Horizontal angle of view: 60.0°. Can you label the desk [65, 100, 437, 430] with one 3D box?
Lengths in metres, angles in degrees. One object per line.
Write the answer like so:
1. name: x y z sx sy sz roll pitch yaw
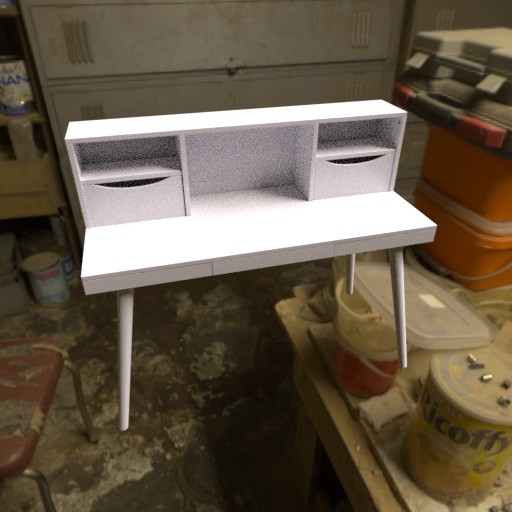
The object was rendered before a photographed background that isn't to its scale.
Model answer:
1. desk: 0.000 0.000 1.726 1.199 0.990 0.559 -8 34 -13
